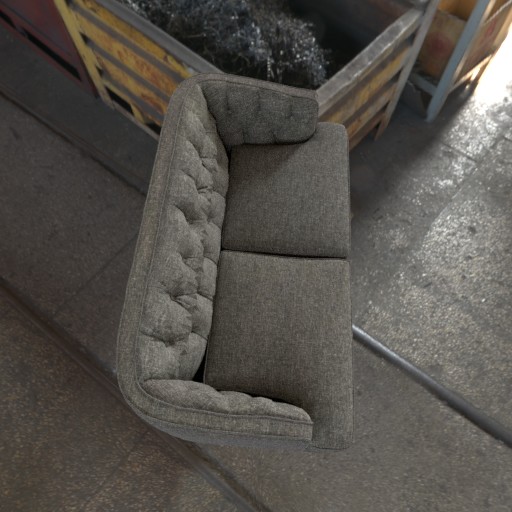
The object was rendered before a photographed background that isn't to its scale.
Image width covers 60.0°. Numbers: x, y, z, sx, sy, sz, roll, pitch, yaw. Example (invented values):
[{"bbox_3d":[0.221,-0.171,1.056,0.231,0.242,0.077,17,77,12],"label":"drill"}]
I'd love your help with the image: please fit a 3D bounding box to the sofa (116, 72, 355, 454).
[{"bbox_3d":[0.000,0.000,2.197,0.941,0.855,1.733,4,64,2],"label":"sofa"}]
